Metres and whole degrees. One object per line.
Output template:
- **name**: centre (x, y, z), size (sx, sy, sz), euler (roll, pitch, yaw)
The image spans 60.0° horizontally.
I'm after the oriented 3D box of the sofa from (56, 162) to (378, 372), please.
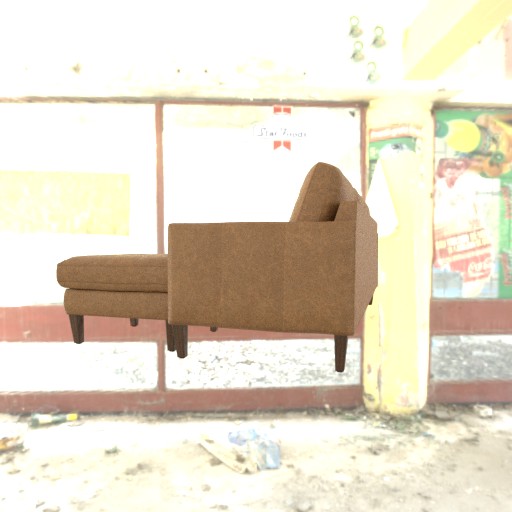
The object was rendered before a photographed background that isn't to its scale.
- **sofa**: centre (0.000, 0.000, 2.984), size (1.506, 0.876, 2.178), euler (1, 2, 18)
